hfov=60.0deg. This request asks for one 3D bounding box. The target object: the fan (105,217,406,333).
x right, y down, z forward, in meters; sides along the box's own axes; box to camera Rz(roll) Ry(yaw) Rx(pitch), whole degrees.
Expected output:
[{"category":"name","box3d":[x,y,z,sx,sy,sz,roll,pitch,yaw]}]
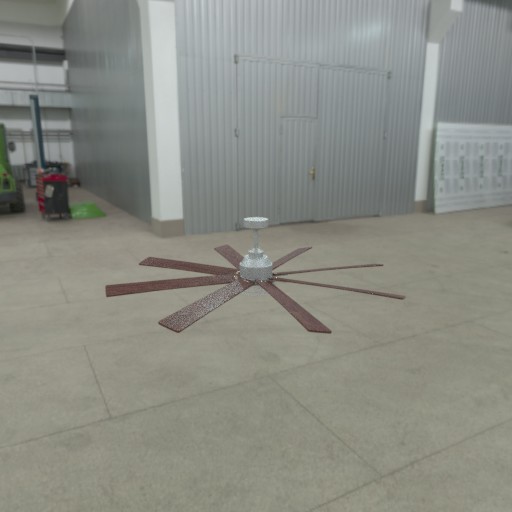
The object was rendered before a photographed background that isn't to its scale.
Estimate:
[{"category":"fan","box3d":[0.000,0.000,2.806,1.830,0.472,1.830,7,16,26]}]
